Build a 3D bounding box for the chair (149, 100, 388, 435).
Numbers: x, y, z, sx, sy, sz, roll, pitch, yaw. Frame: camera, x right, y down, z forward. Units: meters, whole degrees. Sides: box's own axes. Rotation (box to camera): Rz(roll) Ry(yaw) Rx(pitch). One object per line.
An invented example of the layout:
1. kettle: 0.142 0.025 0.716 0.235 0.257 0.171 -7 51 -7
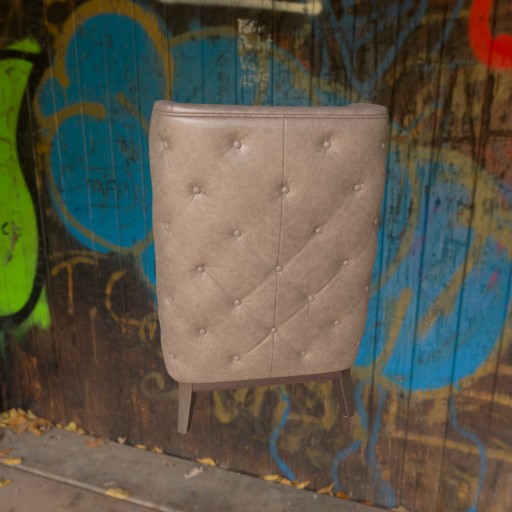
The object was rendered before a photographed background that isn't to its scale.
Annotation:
1. chair: 0.000 0.000 1.680 0.769 1.079 0.899 -2 14 -9
